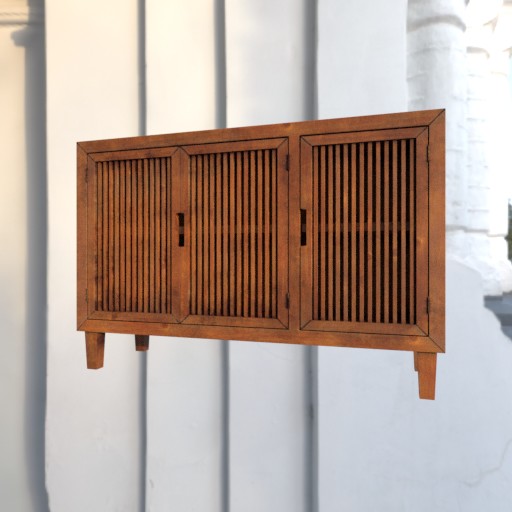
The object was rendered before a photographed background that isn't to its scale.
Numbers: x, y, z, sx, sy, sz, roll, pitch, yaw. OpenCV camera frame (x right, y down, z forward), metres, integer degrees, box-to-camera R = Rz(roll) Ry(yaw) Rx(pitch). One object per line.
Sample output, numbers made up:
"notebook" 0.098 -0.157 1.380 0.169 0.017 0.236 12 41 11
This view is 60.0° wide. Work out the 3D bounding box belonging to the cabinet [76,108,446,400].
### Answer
"cabinet" 0.000 0.000 1.575 1.204 0.805 0.403 0 0 17
